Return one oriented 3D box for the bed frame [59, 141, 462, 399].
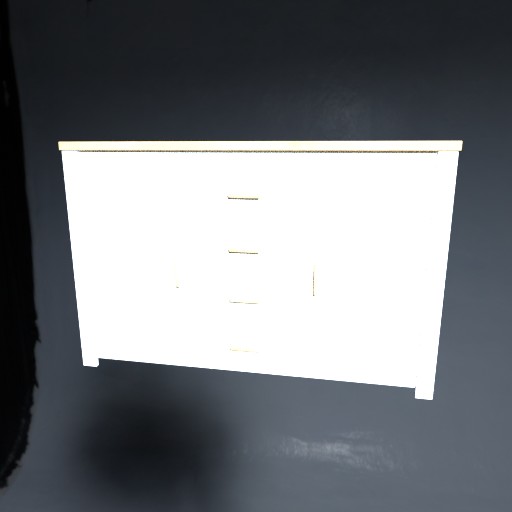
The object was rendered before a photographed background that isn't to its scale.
[{"bbox_3d":[0.000,0.000,1.709,1.300,0.850,0.430,3,14,11],"label":"bed frame"}]
